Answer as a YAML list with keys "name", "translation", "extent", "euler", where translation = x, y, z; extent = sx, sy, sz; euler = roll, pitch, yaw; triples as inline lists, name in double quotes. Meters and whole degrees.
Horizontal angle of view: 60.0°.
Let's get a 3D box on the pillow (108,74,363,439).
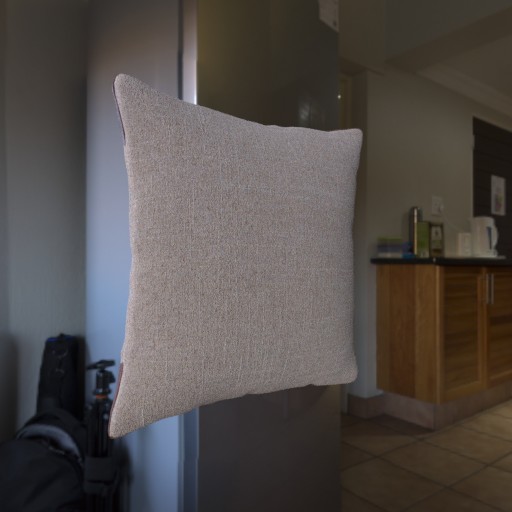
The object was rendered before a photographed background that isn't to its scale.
- name: "pillow"
  translation: [0.000, 0.000, 0.664]
  extent: [0.437, 0.448, 0.147]
  euler: [0, 0, -34]
